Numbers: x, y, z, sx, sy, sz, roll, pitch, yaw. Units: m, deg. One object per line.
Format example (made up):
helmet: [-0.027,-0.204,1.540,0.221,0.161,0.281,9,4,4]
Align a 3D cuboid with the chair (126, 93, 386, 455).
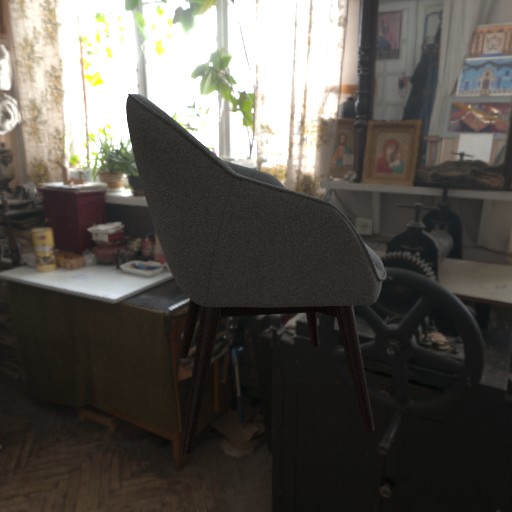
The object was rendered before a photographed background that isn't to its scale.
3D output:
chair: [0.000,0.000,1.190,0.611,0.810,0.589,-3,16,-9]
